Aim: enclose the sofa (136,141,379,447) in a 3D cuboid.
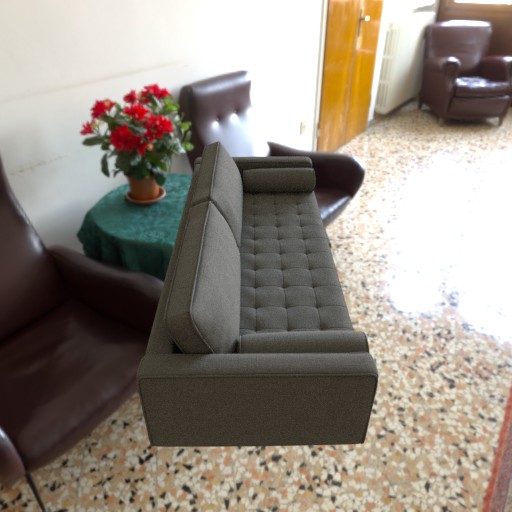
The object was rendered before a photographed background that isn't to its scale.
[{"bbox_3d":[0.000,0.000,2.617,0.914,0.762,2.198,0,33,-1],"label":"sofa"}]
